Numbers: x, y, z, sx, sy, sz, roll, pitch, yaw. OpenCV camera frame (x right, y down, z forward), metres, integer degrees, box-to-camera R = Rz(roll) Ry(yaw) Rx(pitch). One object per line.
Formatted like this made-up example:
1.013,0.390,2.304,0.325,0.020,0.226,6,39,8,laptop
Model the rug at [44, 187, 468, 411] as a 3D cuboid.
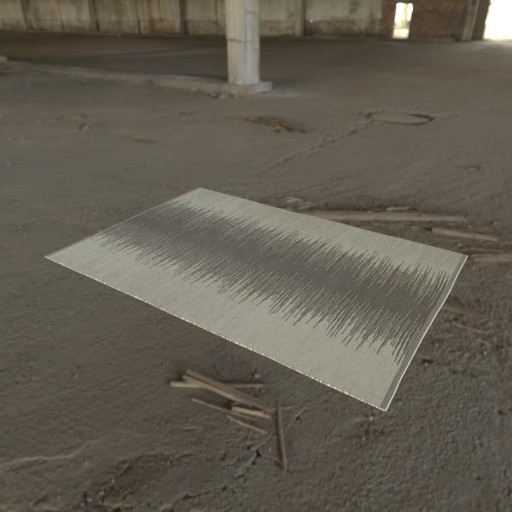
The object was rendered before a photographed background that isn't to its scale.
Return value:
0.000,0.000,2.281,1.815,0.007,1.226,18,34,29,rug
